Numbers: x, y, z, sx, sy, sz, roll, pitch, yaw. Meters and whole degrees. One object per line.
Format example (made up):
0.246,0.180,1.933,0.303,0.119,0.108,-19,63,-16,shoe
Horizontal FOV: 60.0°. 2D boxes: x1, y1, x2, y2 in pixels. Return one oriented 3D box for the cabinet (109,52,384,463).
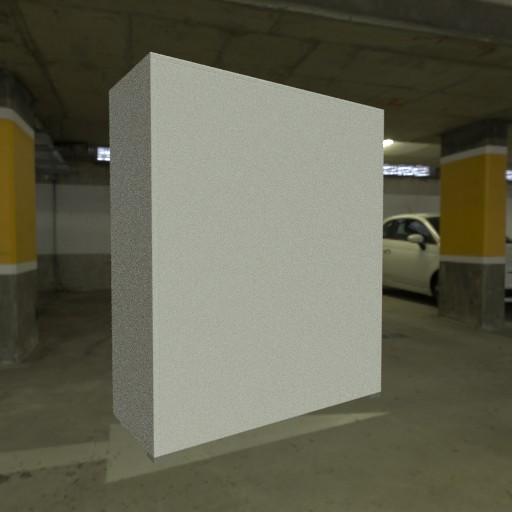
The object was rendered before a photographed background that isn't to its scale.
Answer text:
0.000,0.000,1.725,1.000,1.190,0.400,-2,3,-34,cabinet
